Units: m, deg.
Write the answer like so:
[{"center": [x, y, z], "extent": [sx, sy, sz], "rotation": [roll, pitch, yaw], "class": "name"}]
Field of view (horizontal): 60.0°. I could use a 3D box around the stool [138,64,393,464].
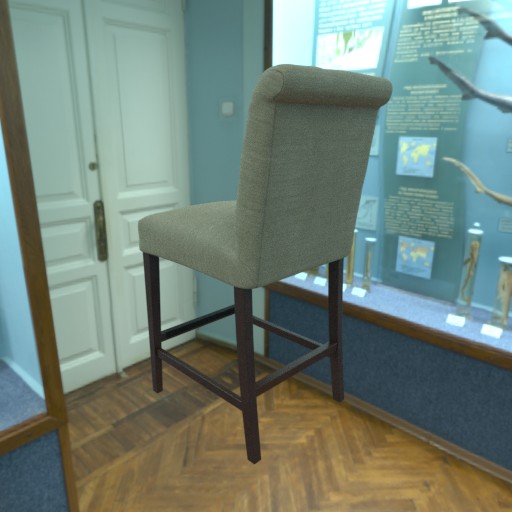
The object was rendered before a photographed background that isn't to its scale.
[{"center": [0.000, 0.000, 1.448], "extent": [0.486, 1.084, 0.660], "rotation": [-16, 23, -42], "class": "stool"}]
